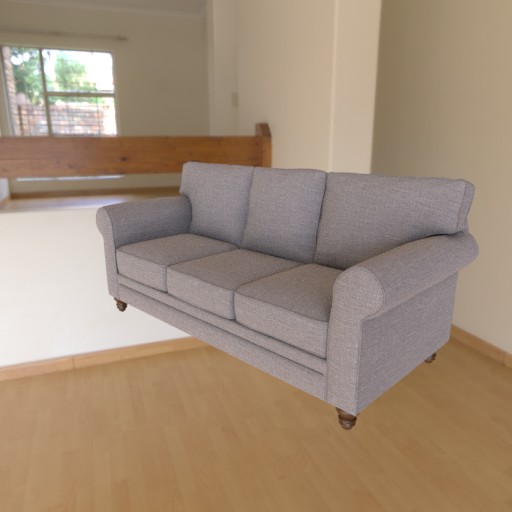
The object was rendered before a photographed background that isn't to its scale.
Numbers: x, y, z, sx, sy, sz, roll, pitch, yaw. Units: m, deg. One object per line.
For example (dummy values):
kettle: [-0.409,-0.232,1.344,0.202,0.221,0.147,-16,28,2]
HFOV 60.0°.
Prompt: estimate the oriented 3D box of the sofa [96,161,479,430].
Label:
sofa: [0.000,0.000,2.507,2.084,0.961,0.916,14,21,43]
